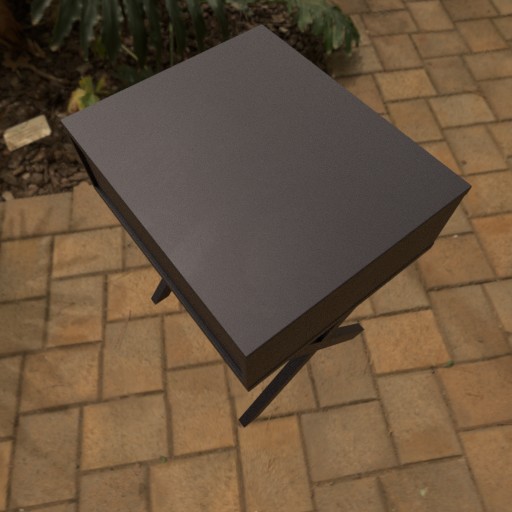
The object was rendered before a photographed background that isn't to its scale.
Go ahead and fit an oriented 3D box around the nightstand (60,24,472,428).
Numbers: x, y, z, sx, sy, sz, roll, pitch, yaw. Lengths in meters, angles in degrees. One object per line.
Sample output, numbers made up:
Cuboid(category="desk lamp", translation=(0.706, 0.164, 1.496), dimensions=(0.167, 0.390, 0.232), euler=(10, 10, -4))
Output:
Cuboid(category="nightstand", translation=(0.000, 0.000, 0.927), dimensions=(0.402, 0.623, 0.479), euler=(-34, 66, -18))
